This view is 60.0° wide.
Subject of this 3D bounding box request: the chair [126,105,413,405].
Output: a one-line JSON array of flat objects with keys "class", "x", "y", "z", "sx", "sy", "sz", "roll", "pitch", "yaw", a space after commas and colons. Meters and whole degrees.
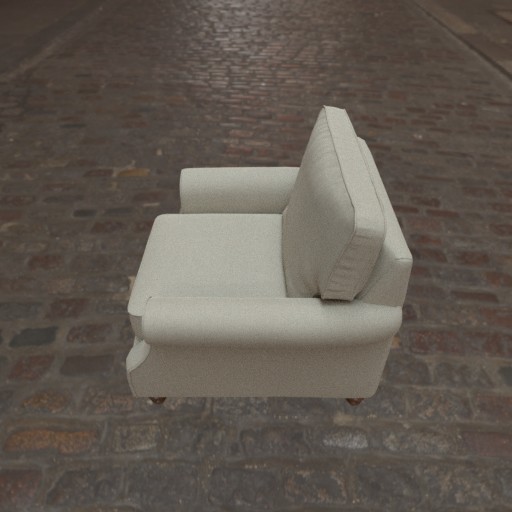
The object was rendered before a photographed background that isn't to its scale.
[{"class": "chair", "x": 0.000, "y": 0.000, "z": 1.813, "sx": 0.966, "sy": 0.967, "sz": 1.029, "roll": 0, "pitch": 40, "yaw": 0}]
